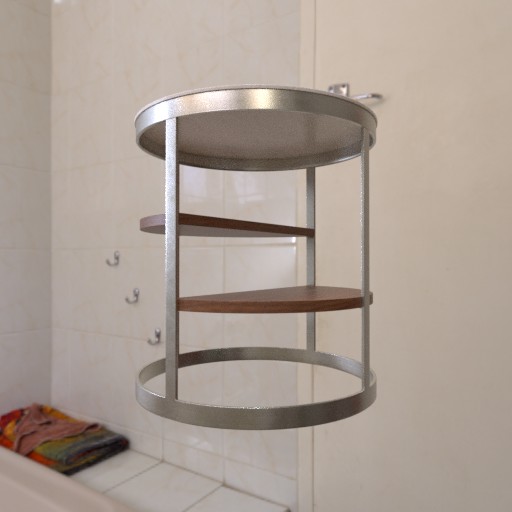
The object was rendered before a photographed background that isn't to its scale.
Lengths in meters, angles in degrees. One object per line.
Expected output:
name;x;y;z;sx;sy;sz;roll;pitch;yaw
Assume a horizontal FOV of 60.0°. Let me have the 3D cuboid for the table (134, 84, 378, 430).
table;0.000;0.000;0.767;0.407;0.447;0.407;0;-1;0
